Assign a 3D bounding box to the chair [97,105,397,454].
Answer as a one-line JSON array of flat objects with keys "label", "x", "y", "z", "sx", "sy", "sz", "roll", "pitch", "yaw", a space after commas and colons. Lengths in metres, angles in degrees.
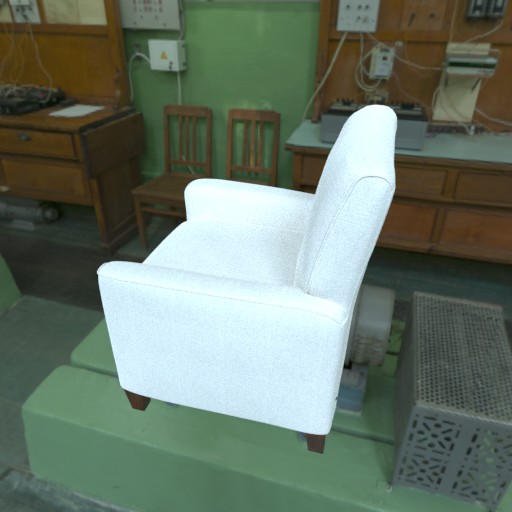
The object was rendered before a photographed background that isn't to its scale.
[{"label": "chair", "x": 0.000, "y": 0.000, "z": 1.624, "sx": 0.858, "sy": 1.028, "sz": 0.841, "roll": 8, "pitch": 32, "yaw": 13}]
